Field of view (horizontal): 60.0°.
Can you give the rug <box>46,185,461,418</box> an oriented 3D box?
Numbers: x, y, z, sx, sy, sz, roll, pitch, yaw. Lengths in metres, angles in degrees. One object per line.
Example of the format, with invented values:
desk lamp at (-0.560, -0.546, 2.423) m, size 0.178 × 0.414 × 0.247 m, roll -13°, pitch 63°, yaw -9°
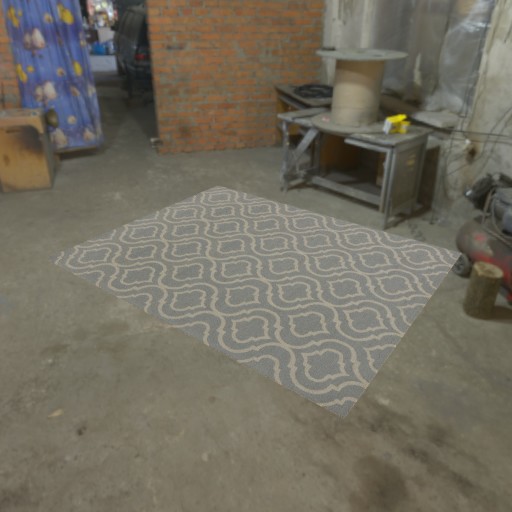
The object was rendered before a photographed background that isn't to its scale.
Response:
rug at (0.000, 0.000, 3.930) m, size 2.892 × 0.006 × 2.283 m, roll 20°, pitch 35°, yaw 32°
